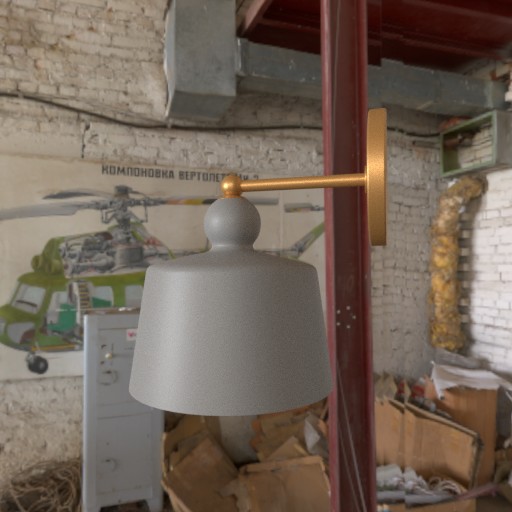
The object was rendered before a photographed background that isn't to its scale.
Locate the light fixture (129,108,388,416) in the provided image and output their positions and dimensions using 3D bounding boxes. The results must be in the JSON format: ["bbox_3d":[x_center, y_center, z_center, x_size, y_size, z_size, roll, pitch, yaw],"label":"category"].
[{"bbox_3d":[0.000,0.000,0.448,0.254,0.268,0.204,0,-1,17],"label":"light fixture"}]
